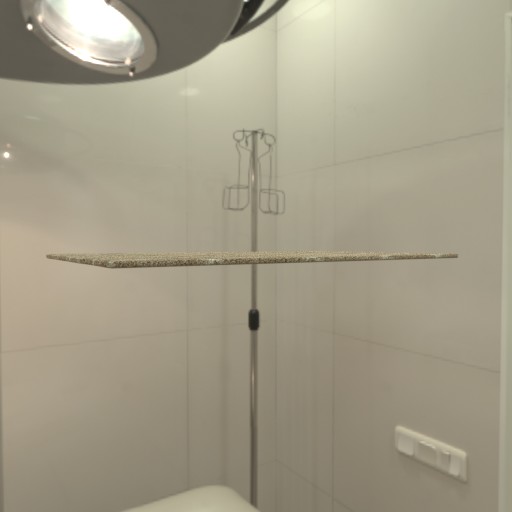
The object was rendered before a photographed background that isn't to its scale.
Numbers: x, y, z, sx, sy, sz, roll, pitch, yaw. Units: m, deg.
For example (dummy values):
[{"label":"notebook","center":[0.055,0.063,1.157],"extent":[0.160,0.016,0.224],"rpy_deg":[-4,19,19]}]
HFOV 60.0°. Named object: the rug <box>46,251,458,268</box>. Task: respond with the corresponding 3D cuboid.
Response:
[{"label":"rug","center":[0.000,0.000,3.078],"extent":[2.438,0.030,1.524],"rpy_deg":[-1,2,-34]}]
